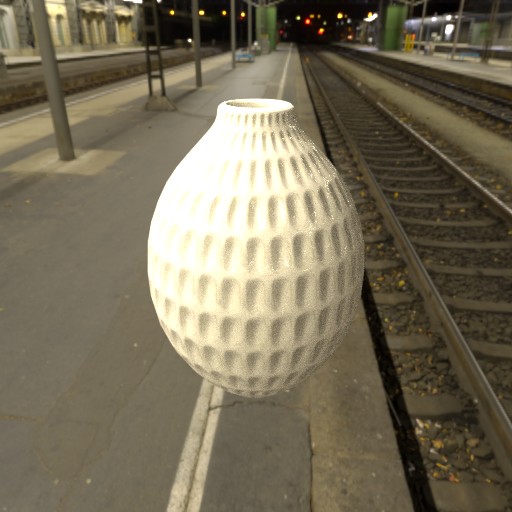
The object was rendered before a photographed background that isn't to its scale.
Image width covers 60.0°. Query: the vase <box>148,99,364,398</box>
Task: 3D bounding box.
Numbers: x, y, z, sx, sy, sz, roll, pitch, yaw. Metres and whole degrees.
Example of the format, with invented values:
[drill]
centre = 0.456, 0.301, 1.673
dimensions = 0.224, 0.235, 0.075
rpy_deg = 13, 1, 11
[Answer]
[vase]
centre = 0.000, 0.000, 0.338
dimensions = 0.162, 0.223, 0.162
rpy_deg = 0, 27, 0
